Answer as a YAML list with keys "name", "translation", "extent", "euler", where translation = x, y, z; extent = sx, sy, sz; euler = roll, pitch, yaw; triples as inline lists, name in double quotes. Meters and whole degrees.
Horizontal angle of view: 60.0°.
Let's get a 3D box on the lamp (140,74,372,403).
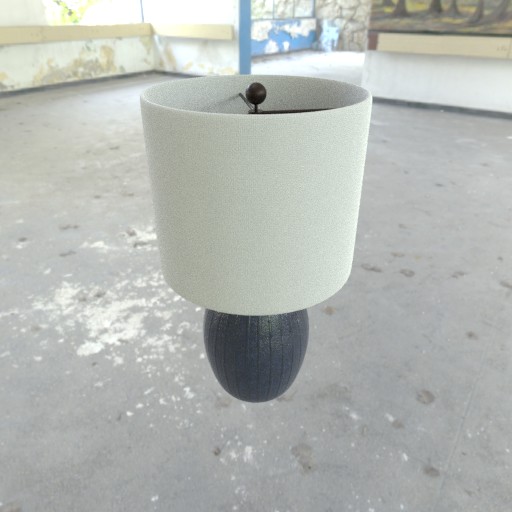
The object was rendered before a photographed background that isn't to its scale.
- name: "lamp"
  translation: [0.000, 0.000, 0.774]
  extent: [0.329, 0.570, 0.329]
  euler: [19, 35, 30]
